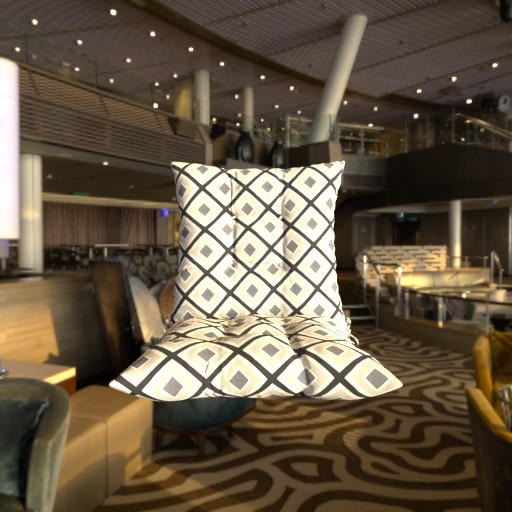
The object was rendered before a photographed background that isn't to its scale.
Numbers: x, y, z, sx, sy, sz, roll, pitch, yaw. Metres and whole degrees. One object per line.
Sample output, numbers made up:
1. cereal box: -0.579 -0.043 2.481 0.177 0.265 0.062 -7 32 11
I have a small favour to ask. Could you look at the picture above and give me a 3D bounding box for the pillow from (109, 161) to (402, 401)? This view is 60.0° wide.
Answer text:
1. pillow: 0.000 0.000 1.039 0.541 0.536 0.585 0 1 1
